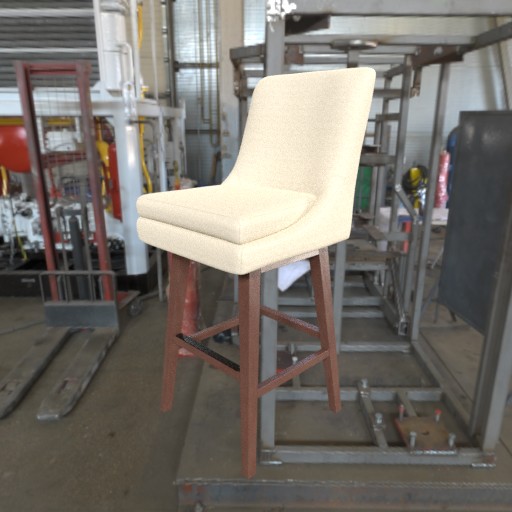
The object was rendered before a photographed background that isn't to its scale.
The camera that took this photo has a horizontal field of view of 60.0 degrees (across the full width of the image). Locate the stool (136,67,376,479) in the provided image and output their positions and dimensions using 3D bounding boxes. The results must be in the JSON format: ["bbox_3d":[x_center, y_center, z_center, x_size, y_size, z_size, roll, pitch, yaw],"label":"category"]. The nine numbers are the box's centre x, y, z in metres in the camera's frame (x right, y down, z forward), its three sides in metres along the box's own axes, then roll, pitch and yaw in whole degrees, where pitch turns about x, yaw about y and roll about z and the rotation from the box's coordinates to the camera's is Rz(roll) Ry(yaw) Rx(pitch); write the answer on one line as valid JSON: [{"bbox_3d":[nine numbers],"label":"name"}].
[{"bbox_3d":[0.000,0.000,1.374,0.559,1.093,0.483,-16,23,-42],"label":"stool"}]
